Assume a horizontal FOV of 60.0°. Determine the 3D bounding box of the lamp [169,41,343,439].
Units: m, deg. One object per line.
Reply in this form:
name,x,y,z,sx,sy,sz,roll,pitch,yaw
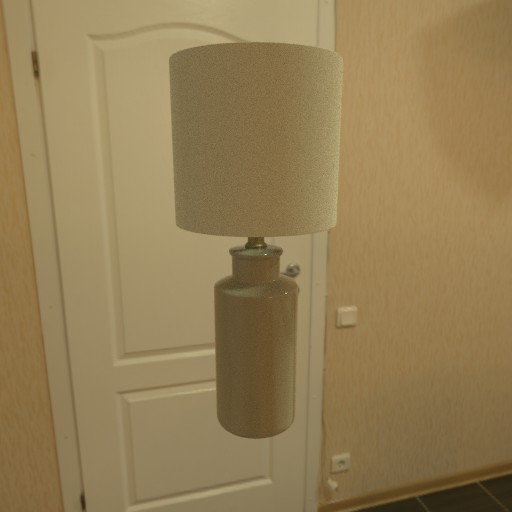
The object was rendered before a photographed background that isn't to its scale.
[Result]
lamp,0.000,0.000,0.605,0.212,0.493,0.212,-13,18,-43
